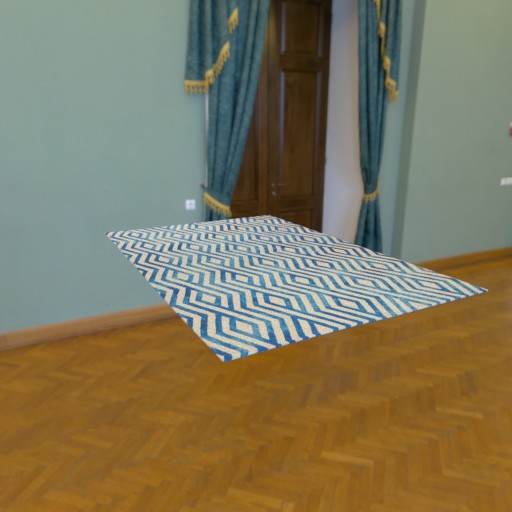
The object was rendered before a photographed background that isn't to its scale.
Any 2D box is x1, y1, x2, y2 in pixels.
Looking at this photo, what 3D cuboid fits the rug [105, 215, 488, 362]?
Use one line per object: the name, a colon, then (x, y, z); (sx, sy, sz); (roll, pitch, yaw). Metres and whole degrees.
rug: (0.000, 0.000, 2.351); (1.225, 0.008, 1.830); (-9, 19, -27)
